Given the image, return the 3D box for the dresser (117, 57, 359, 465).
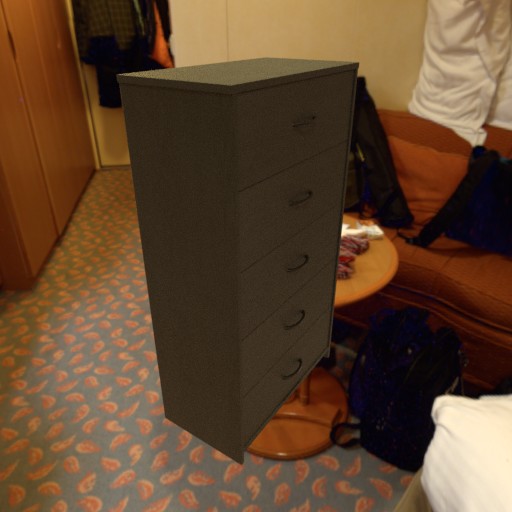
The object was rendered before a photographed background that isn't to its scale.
[{"bbox_3d":[0.000,0.000,1.599,0.399,1.255,0.704,18,33,30],"label":"dresser"}]
